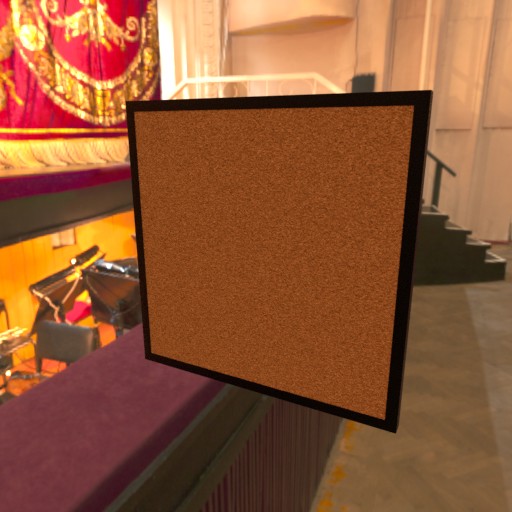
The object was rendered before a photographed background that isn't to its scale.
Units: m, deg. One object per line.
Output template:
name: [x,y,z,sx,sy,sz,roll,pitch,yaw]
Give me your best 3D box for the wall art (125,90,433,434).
wall art: [0.000,0.000,1.115,0.756,0.755,0.036,8,18,26]
